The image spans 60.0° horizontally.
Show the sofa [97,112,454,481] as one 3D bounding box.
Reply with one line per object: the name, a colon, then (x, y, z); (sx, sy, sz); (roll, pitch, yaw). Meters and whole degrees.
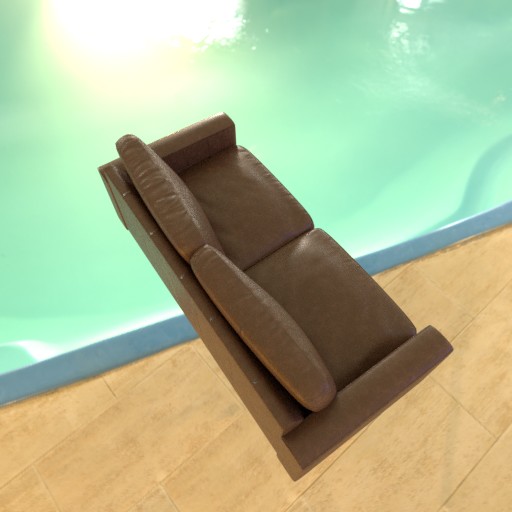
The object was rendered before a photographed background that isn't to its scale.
sofa: (0.000, 0.000, 2.658); (1.016, 0.873, 2.179); (-30, 63, -18)
